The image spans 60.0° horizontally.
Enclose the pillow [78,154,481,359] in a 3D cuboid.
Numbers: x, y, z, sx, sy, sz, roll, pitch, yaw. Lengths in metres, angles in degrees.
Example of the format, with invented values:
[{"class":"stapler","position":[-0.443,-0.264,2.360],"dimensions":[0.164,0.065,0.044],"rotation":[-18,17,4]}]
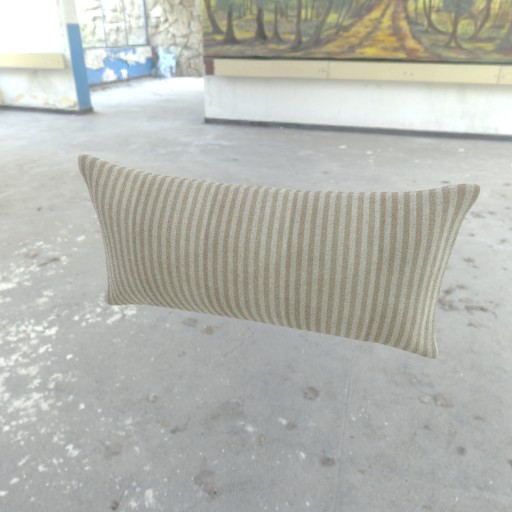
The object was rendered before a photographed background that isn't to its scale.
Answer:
[{"class":"pillow","position":[0.000,0.000,0.725],"dimensions":[0.617,0.295,0.151],"rotation":[7,28,14]}]
